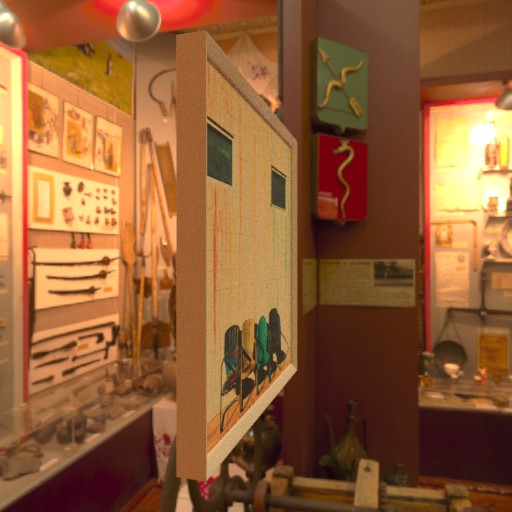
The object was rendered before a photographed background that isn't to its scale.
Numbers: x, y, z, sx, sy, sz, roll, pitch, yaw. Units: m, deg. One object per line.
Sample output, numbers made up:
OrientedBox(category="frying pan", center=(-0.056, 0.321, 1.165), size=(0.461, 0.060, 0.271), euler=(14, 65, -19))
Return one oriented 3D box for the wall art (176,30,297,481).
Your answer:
OrientedBox(category="wall art", center=(0.000, 0.000, 0.746), size=(0.037, 0.508, 0.508), euler=(0, 0, 17))
